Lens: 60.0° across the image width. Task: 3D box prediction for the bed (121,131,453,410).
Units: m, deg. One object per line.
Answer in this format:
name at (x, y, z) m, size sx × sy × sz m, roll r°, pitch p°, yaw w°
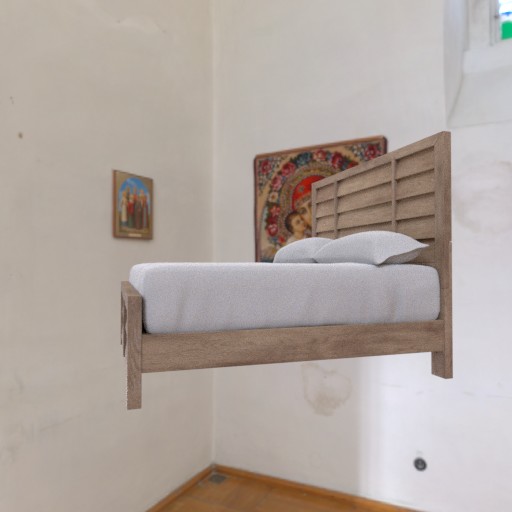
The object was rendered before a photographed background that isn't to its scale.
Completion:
bed at (0.000, 0.000, 3.567) m, size 2.062 × 1.626 × 2.032 m, roll 0°, pitch -1°, yaw -18°
